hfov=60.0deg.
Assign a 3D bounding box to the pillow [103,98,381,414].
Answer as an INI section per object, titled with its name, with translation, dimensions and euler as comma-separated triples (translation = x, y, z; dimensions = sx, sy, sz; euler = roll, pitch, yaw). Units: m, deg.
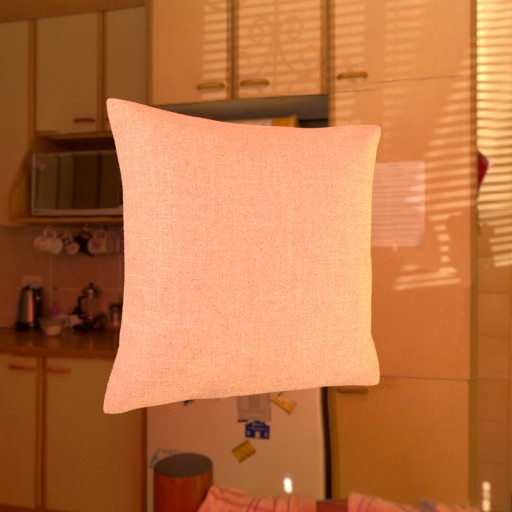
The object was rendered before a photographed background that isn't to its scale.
[pillow]
translation = 0.000, 0.000, 0.668
dimensions = 0.435, 0.428, 0.148
euler = 0, 0, -19
